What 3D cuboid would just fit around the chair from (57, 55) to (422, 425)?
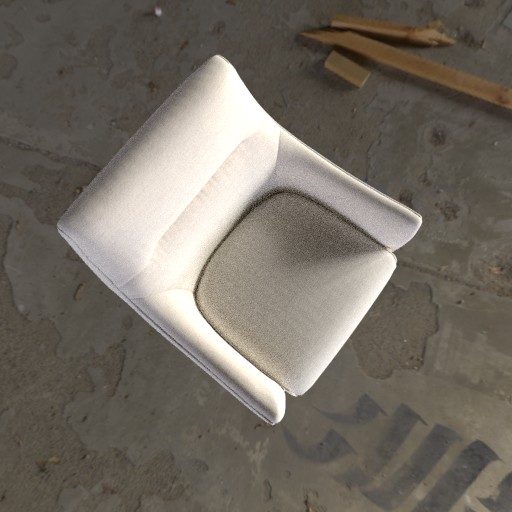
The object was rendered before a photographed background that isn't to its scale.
[{"bbox_3d":[0.000,0.000,1.450,0.787,0.838,0.762,37,80,8],"label":"chair"}]
